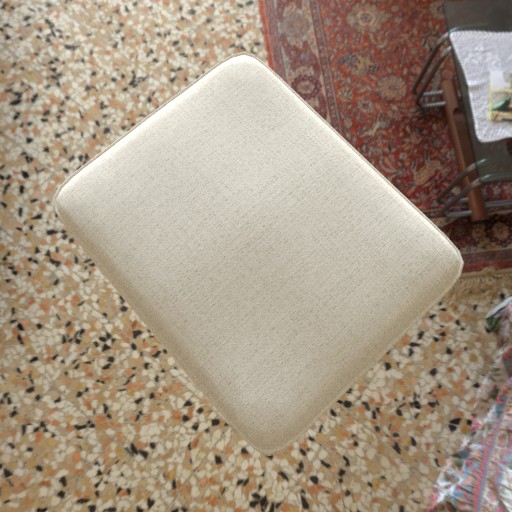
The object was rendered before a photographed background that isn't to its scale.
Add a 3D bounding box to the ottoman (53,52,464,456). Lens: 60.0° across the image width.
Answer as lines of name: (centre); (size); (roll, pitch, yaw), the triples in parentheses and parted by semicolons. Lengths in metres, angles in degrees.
ottoman: (0.000, 0.000, 1.112); (0.589, 0.537, 0.738); (-41, 79, -9)
